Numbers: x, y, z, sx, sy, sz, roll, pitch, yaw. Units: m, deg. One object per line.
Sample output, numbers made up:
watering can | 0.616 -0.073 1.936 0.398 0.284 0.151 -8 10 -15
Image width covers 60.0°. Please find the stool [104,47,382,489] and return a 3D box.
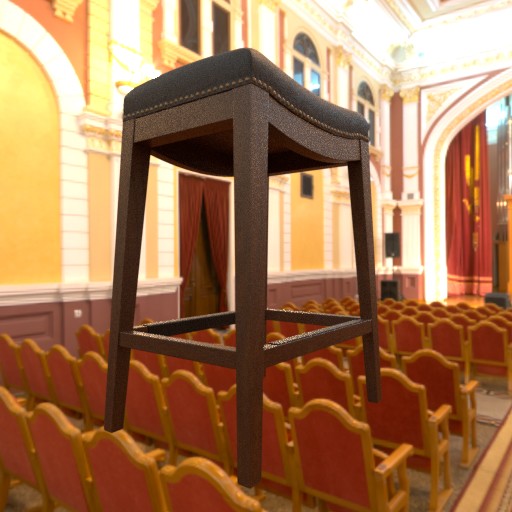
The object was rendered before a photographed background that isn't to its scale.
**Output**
stool | 0.000 0.000 0.929 0.353 0.664 0.490 0 0 37
